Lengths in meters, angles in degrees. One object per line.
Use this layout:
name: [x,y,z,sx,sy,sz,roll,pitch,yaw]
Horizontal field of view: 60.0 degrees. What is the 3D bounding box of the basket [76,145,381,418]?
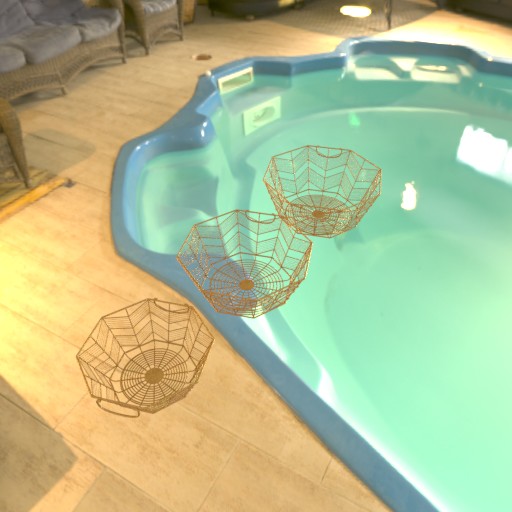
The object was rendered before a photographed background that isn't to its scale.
basket: [0.000,0.000,1.378,0.432,0.178,1.245,26,48,26]
